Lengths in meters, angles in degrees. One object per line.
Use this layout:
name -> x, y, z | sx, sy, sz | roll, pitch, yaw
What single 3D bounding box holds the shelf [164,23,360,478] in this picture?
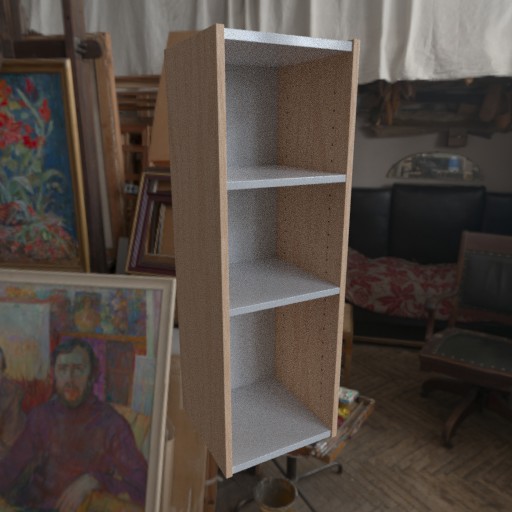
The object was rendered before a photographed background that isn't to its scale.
shelf -> 0.000, 0.000, 1.033 | 0.300, 0.900, 0.290 | -8, 18, -27
